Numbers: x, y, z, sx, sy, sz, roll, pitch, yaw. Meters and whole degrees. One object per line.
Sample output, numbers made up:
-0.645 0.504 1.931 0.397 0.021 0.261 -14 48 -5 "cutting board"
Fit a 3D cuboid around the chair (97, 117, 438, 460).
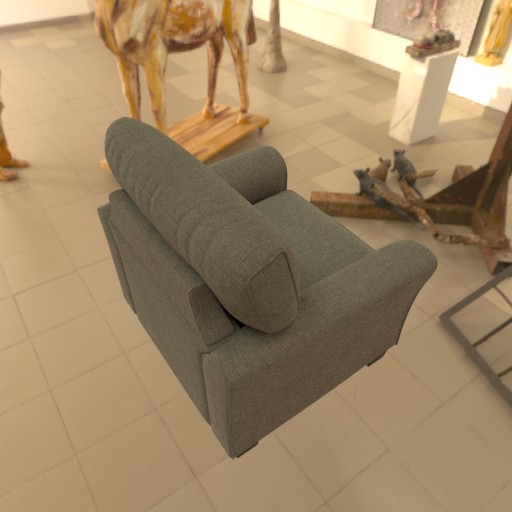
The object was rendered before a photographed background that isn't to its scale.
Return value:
0.000 0.000 1.611 0.816 0.890 0.941 -25 48 -25 "chair"
